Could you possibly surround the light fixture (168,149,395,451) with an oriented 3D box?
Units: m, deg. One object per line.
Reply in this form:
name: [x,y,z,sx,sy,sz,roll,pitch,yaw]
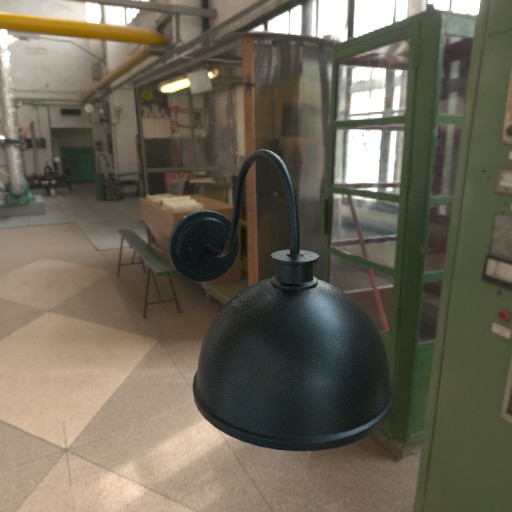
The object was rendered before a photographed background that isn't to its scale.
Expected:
light fixture: [0.000,0.000,0.628,0.253,0.295,0.467,-7,16,-25]
